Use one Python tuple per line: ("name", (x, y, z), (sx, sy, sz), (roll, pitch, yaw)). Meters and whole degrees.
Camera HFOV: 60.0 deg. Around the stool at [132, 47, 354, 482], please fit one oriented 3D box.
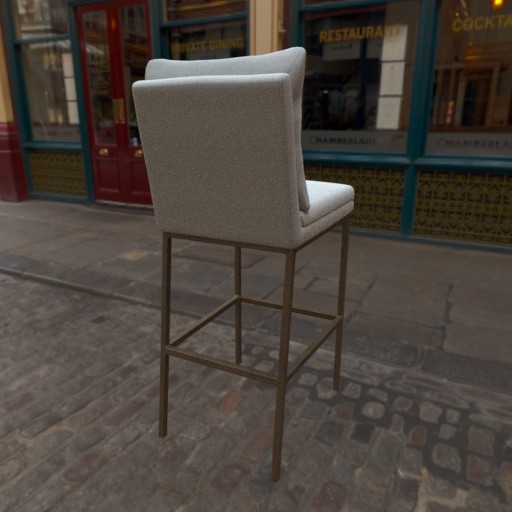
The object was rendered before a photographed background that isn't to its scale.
("stool", (0.000, 0.000, 1.398), (0.463, 1.125, 0.572), (8, 18, 26))
